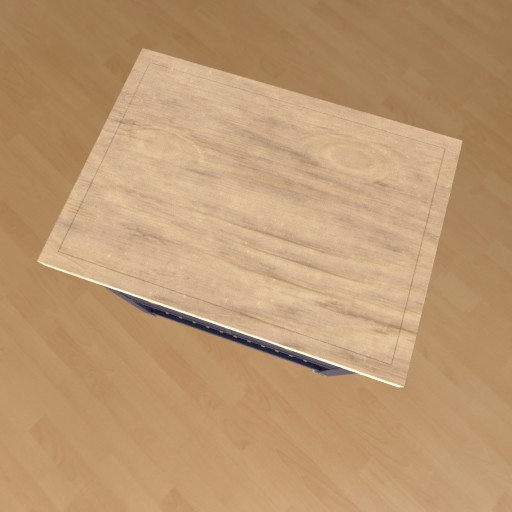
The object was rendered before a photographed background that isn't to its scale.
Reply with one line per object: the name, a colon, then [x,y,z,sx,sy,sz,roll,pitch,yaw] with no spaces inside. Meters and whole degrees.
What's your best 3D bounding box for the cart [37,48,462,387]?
cart: [0.000,0.000,1.408,0.797,0.920,0.567,18,75,5]
